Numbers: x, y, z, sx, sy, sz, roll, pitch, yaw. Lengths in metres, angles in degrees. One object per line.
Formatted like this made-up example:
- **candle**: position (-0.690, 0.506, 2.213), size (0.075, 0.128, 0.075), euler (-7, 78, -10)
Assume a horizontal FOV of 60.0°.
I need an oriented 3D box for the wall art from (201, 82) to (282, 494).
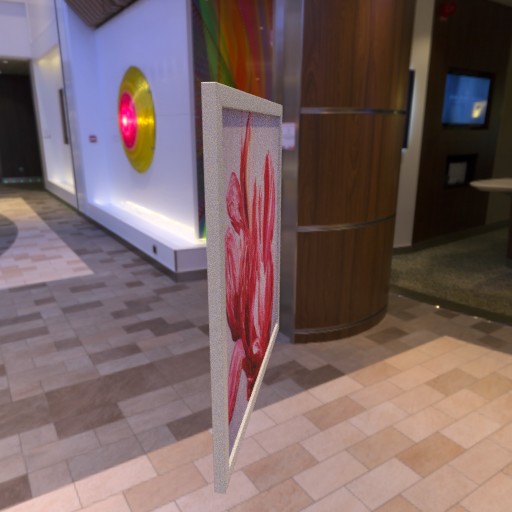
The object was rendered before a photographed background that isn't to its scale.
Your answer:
- **wall art**: position (0.000, 0.000, 0.983), size (0.020, 0.661, 0.664), euler (3, 16, 10)
